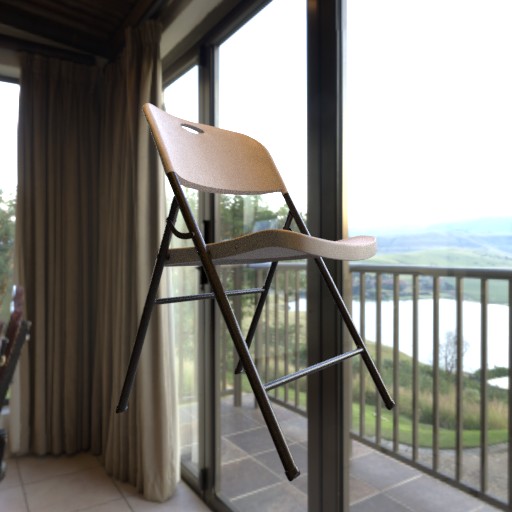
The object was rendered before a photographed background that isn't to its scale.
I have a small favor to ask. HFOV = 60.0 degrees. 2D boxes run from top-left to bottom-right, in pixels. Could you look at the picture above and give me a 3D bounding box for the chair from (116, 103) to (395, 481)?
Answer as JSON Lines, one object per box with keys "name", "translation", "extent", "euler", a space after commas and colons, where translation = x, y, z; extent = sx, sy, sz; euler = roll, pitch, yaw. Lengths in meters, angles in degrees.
{"name": "chair", "translation": [0.000, 0.000, 1.161], "extent": [0.566, 0.810, 0.494], "euler": [0, 1, 39]}
